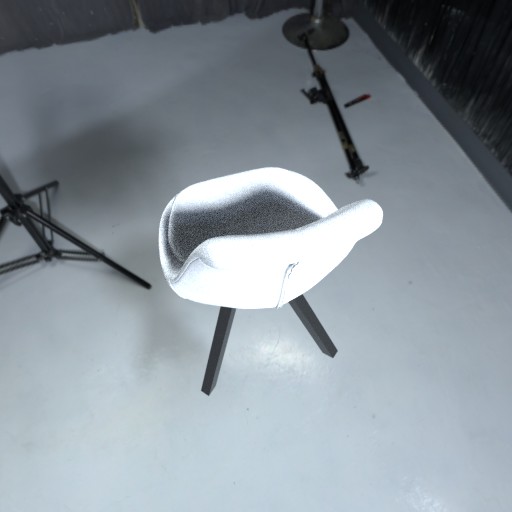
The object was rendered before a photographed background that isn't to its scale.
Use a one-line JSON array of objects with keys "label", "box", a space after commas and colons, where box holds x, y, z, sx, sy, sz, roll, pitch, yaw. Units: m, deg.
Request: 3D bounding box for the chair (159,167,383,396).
[{"label": "chair", "box": [0.000, 0.000, 1.181, 0.485, 0.850, 0.550, -15, 58, -10]}]
